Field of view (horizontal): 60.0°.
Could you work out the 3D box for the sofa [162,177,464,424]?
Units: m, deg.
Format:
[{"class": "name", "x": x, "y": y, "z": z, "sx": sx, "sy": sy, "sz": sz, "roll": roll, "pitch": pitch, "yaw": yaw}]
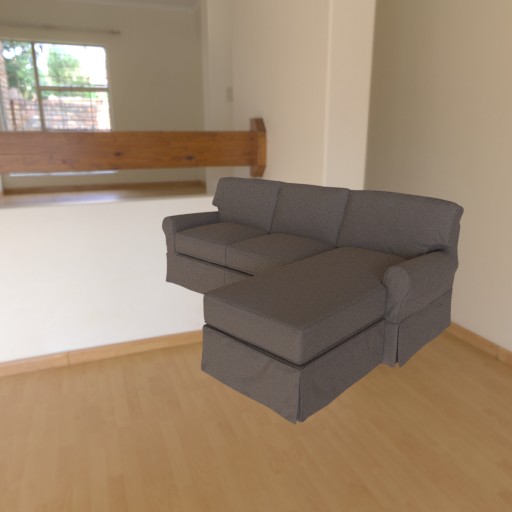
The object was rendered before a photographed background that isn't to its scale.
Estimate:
[{"class": "sofa", "x": 0.000, "y": 0.000, "z": 3.391, "sx": 2.475, "sy": 0.978, "sz": 1.733, "roll": 15, "pitch": 21, "yaw": 42}]
